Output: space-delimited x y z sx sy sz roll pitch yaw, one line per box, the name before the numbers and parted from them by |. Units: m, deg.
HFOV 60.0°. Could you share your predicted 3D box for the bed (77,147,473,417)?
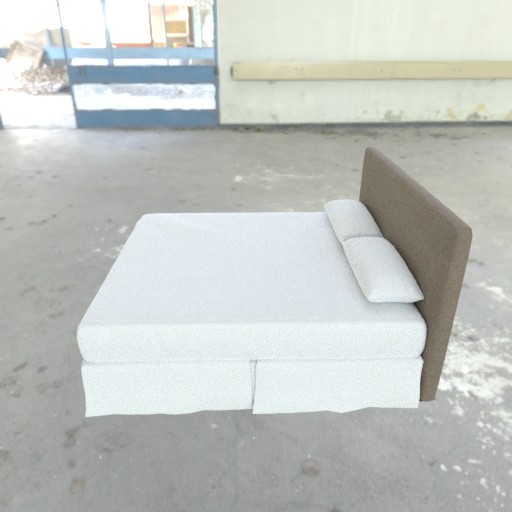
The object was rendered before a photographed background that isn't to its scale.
bed | 0.000 0.000 3.552 2.341 1.317 2.119 -1 26 -1
